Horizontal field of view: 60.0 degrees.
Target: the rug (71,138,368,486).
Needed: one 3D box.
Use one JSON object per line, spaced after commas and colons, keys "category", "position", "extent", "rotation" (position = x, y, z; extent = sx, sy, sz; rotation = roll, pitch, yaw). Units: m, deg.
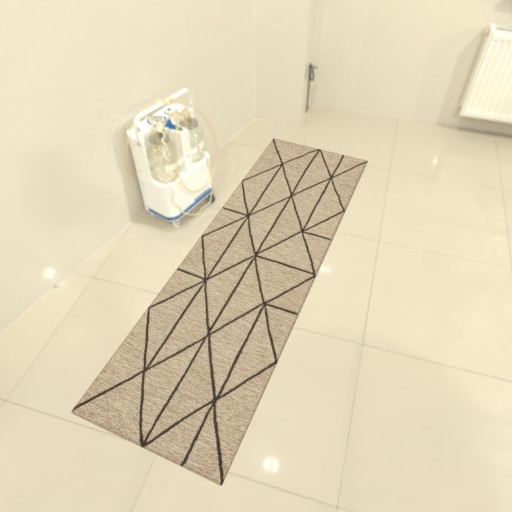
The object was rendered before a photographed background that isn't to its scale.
{"category": "rug", "position": [0.000, 0.000, 2.657], "extent": [0.762, 0.012, 2.438], "rotation": [18, 50, 16]}
